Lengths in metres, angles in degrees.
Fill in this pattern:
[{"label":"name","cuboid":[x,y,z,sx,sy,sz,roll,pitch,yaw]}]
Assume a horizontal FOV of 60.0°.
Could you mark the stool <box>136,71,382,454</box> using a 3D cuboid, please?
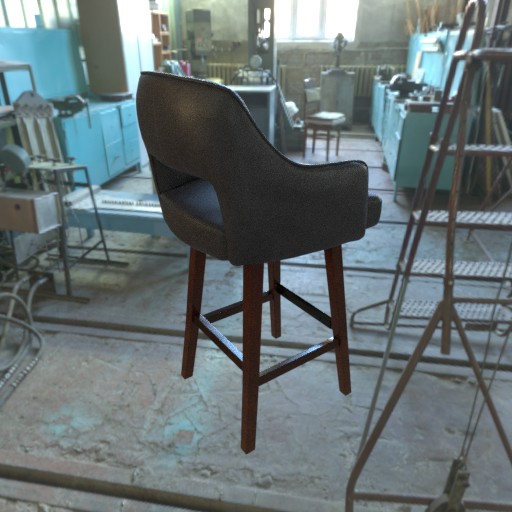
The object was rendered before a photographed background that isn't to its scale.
[{"label":"stool","cuboid":[0.000,0.000,1.330,0.560,1.041,0.550,-17,31,-31]}]
